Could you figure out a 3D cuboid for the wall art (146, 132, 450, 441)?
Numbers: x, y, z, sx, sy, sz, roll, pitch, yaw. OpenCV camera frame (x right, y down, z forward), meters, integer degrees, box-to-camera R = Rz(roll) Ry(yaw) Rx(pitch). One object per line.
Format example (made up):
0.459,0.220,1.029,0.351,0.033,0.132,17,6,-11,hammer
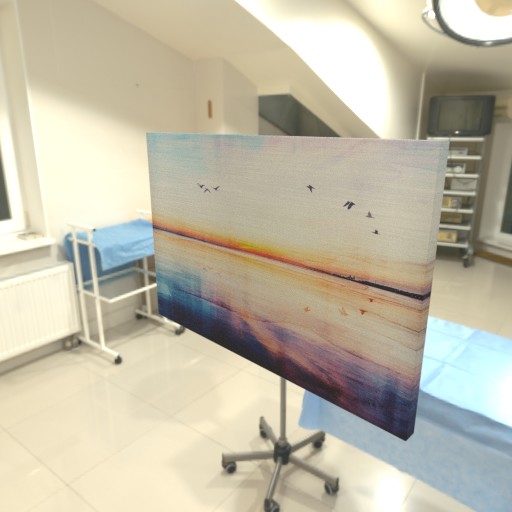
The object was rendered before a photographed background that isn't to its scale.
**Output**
0.000,0.000,1.151,0.911,0.605,0.037,16,23,42,wall art
